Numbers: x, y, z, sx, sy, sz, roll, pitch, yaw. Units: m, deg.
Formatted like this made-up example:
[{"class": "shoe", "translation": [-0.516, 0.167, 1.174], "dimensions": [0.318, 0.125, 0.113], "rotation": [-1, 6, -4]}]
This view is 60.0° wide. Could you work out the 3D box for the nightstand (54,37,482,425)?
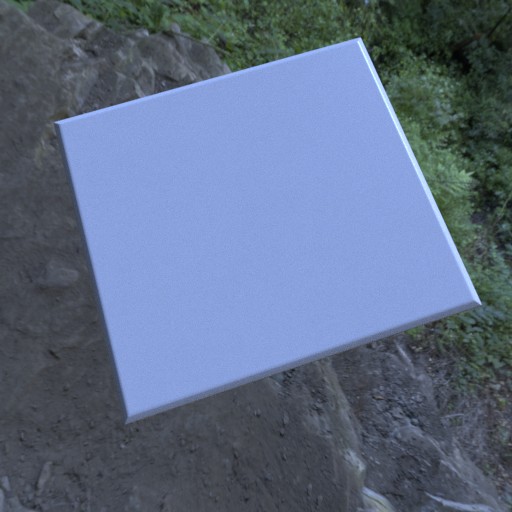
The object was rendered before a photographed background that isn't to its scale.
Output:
[{"class": "nightstand", "translation": [0.000, 0.000, 0.907], "dimensions": [0.505, 0.555, 0.459], "rotation": [-17, 76, -4]}]
